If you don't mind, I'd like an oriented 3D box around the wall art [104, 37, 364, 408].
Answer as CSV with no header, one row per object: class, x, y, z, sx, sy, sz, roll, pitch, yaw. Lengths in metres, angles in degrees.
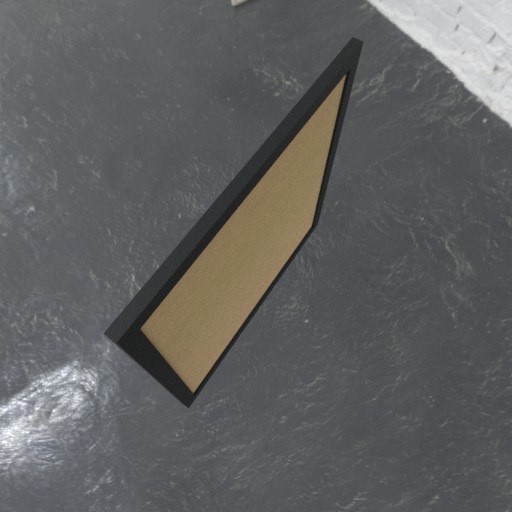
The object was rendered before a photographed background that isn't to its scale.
wall art,0.000,0.000,0.528,0.012,0.357,0.358,31,68,14
